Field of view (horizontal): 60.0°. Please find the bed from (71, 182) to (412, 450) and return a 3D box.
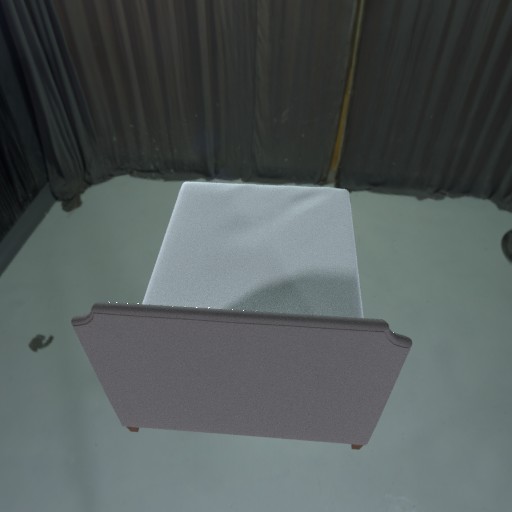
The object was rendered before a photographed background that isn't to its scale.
[{"bbox_3d":[0.000,0.000,3.424,1.713,1.443,2.372,3,45,3],"label":"bed"}]
